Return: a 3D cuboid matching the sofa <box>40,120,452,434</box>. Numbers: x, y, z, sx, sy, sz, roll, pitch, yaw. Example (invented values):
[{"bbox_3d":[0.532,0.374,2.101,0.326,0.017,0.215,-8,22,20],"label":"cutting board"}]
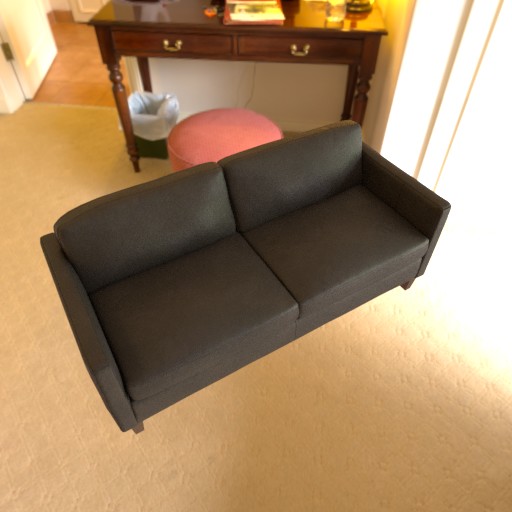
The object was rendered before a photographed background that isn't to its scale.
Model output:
[{"bbox_3d":[0.000,0.000,2.432,1.971,0.863,0.933,-23,50,-21],"label":"sofa"}]
